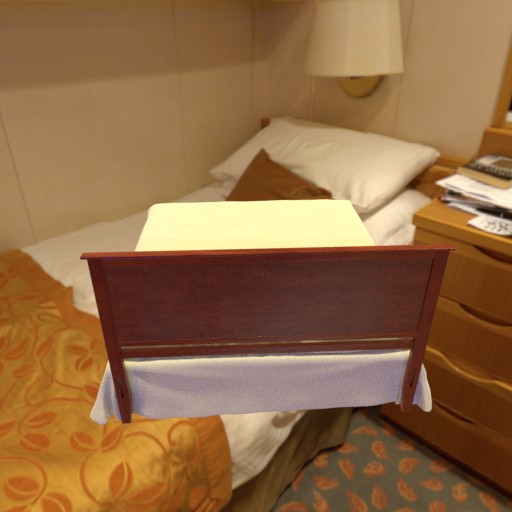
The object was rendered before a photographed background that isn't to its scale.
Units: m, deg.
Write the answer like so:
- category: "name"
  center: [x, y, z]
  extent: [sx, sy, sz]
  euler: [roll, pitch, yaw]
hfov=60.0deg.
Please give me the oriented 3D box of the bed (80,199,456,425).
- category: "bed"
  center: [0.000, 0.000, 3.611]
  extent: [2.314, 1.271, 2.219]
  euler: [-1, 29, -2]
